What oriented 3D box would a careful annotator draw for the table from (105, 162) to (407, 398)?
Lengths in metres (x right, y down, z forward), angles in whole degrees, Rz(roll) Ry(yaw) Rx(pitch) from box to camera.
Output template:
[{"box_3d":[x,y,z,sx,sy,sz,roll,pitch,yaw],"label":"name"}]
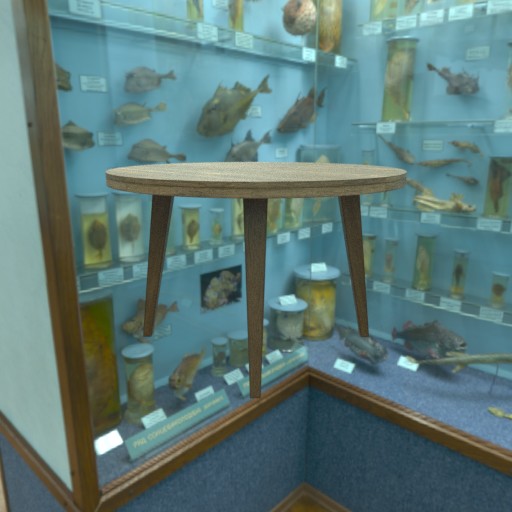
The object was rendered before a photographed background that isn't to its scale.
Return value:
[{"box_3d":[0.000,0.000,1.973,1.213,0.764,1.213,0,15,0],"label":"table"}]
